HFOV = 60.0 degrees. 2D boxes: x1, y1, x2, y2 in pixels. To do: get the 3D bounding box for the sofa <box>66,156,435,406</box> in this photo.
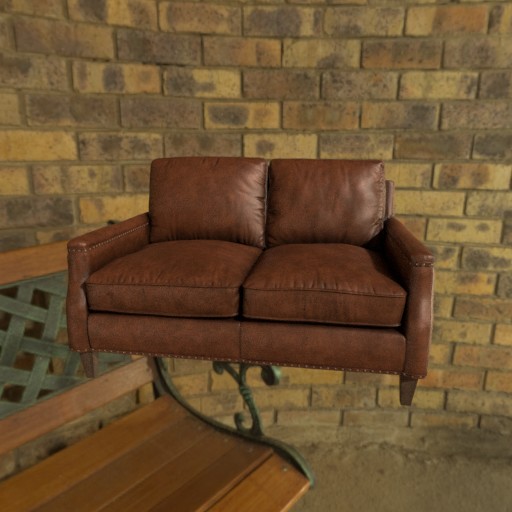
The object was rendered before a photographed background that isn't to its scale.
[{"bbox_3d":[0.000,0.000,2.337,1.628,1.003,1.083,2,14,9],"label":"sofa"}]
